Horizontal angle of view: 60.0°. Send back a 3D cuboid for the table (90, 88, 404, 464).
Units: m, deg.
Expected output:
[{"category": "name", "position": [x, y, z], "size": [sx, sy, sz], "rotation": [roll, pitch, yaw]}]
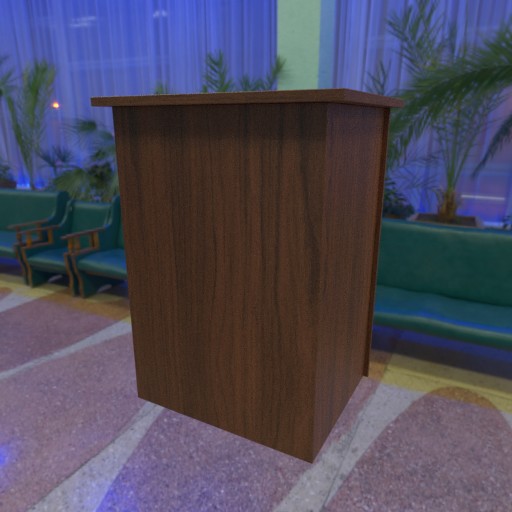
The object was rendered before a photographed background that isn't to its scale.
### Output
[{"category": "table", "position": [0.000, 0.000, 0.948], "size": [0.480, 0.636, 0.381], "rotation": [9, 19, 28]}]
